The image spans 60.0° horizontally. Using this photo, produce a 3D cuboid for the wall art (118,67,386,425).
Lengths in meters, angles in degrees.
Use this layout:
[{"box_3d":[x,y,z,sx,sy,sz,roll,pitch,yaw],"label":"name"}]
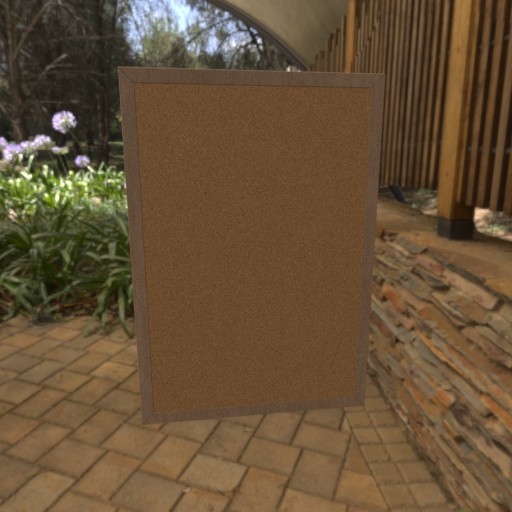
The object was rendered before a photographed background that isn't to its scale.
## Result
[{"box_3d":[0.000,0.000,0.656,0.356,0.509,0.031,-2,13,-8],"label":"wall art"}]
